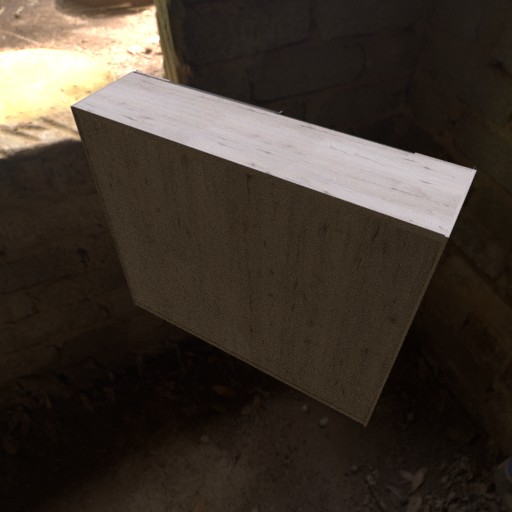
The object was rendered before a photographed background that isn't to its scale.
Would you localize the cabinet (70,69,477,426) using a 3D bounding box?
[{"bbox_3d":[0.000,0.000,3.515,2.500,2.180,0.660,23,51,20],"label":"cabinet"}]
